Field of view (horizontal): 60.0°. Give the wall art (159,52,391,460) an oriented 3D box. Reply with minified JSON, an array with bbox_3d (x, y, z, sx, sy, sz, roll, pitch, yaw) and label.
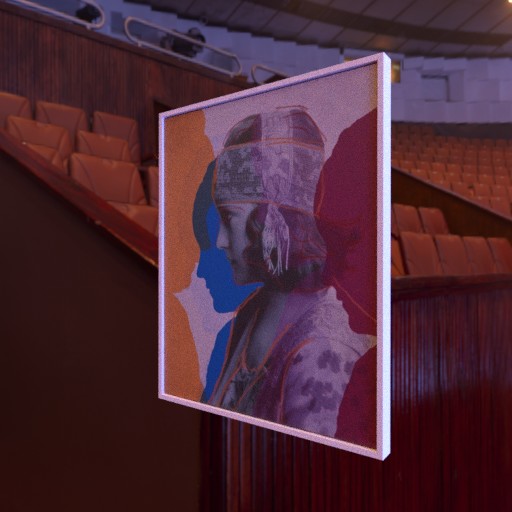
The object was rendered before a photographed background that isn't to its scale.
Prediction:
[{"bbox_3d":[0.000,0.000,0.737,0.443,0.549,0.030,0,0,36],"label":"wall art"}]
